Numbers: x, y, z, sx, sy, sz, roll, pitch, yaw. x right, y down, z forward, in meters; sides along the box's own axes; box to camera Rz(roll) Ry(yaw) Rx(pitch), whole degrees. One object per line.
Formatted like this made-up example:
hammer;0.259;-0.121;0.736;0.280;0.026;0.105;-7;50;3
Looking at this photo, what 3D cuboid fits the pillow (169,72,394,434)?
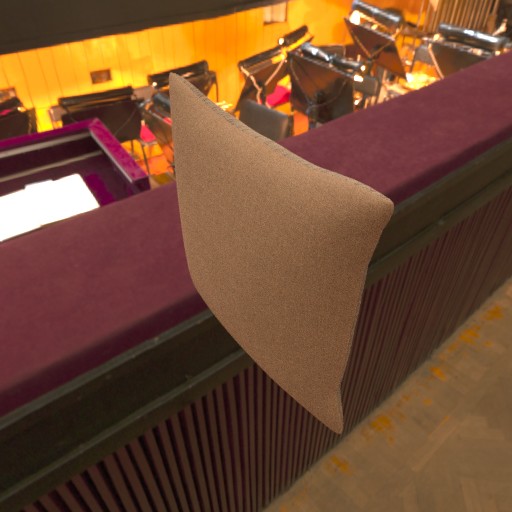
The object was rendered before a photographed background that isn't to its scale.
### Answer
pillow;0.000;0.000;0.790;0.178;0.506;0.512;-26;47;-26
